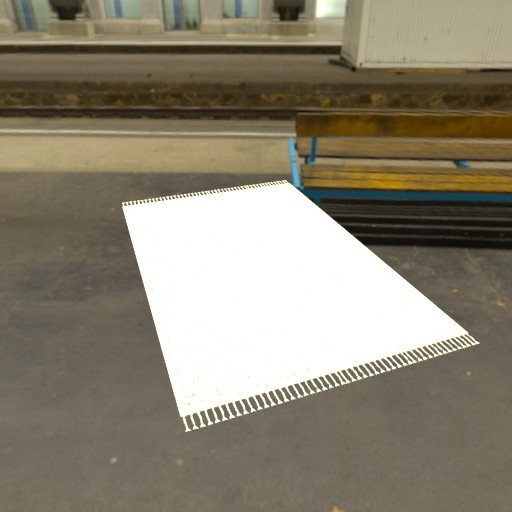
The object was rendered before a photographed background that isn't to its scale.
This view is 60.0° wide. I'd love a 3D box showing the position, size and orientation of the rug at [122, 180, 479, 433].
[{"bbox_3d":[0.000,0.000,3.007,1.524,0.010,2.438,-11,32,-18],"label":"rug"}]
